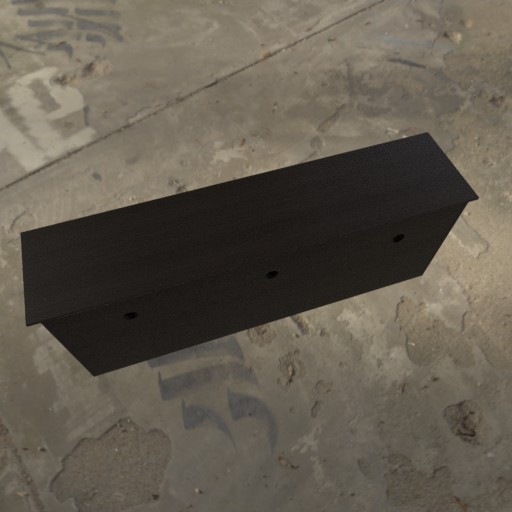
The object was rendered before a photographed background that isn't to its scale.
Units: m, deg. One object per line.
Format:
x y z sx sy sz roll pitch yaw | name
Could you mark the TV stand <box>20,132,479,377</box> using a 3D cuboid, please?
0.000 0.000 2.011 1.778 0.610 0.406 -16 59 -10 | TV stand
